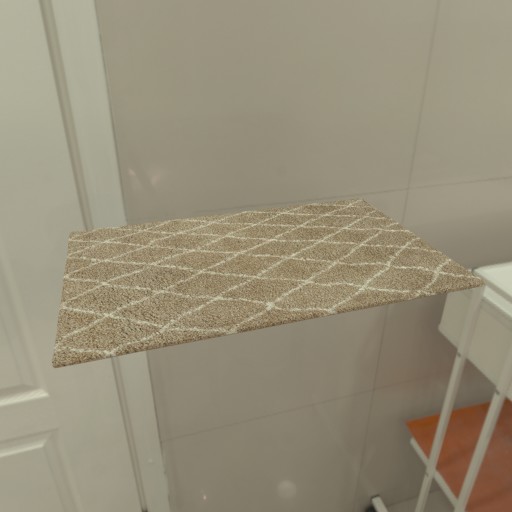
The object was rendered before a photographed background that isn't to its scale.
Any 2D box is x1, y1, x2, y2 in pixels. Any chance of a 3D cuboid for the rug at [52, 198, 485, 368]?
[{"bbox_3d":[0.000,0.000,2.992,2.438,0.030,1.524,-8,29,-15],"label":"rug"}]
